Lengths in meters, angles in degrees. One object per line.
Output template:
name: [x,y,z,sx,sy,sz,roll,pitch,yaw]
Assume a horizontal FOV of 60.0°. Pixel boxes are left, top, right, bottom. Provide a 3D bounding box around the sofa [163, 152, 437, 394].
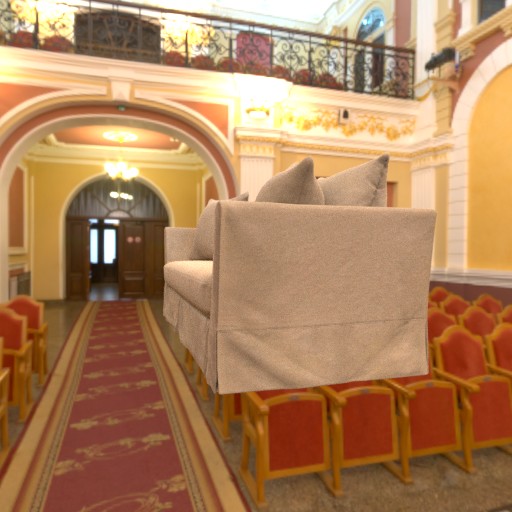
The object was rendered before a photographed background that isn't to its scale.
sofa: [0.000,0.000,2.880,1.031,1.034,2.290,0,1,-17]
